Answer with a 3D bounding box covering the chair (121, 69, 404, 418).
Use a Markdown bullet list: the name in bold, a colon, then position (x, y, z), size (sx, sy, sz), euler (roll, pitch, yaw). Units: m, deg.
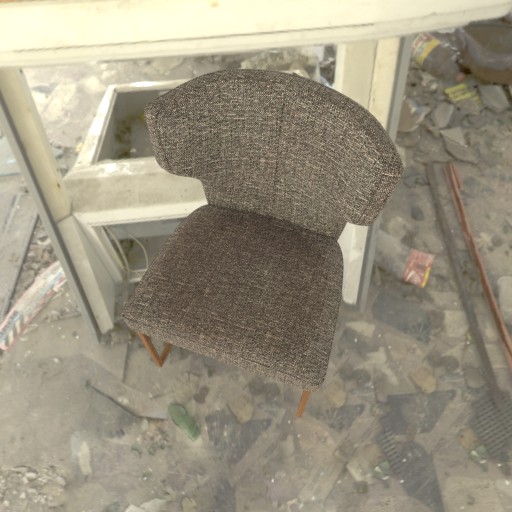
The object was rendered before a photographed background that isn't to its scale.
- **chair**: position (0.000, 0.000, 1.278), size (0.611, 0.824, 0.617), euler (17, 60, 10)
